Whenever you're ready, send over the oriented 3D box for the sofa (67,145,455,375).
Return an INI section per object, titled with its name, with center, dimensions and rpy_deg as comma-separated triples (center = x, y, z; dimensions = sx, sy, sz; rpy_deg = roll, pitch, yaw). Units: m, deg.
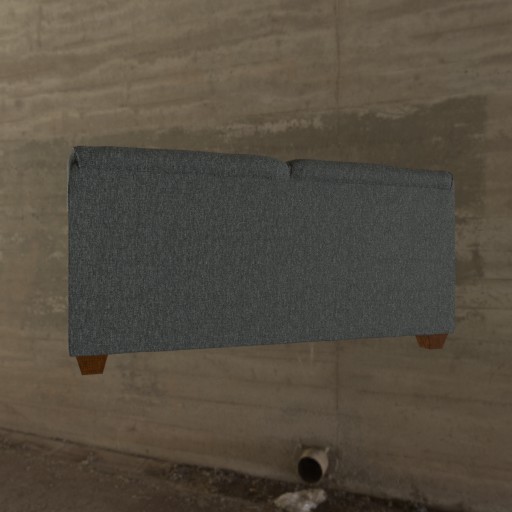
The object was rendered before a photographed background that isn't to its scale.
[sofa]
center = 0.000, 0.000, 2.447
dimensions = 1.846, 0.958, 0.998
rpy_deg = 0, 0, -17
